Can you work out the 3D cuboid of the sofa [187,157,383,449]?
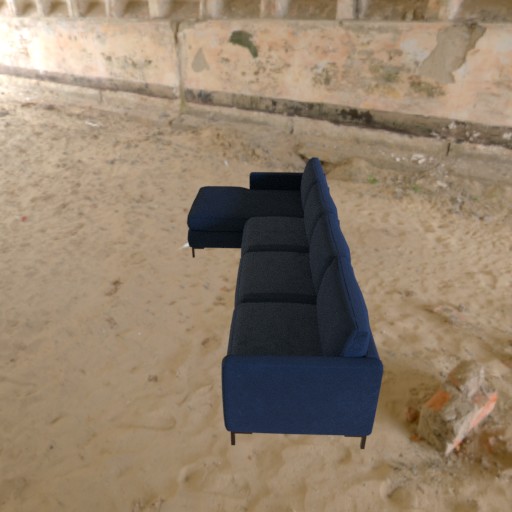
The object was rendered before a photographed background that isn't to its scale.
[{"bbox_3d":[0.000,0.000,2.922,1.128,0.679,2.450,1,29,2],"label":"sofa"}]
